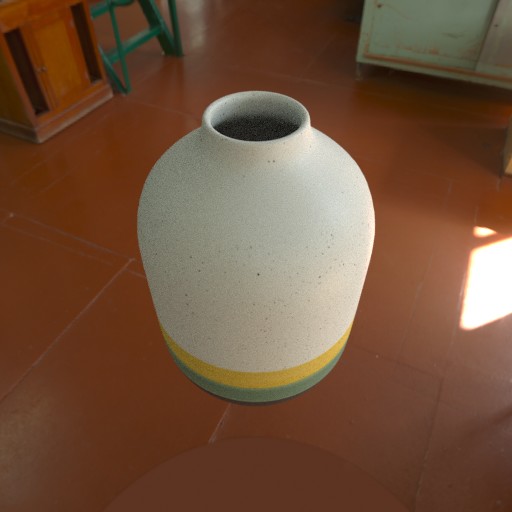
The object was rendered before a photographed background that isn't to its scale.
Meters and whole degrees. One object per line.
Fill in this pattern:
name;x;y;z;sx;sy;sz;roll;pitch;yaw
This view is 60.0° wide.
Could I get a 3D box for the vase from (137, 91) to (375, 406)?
vase;0.000;0.000;0.348;0.169;0.240;0.169;0;46;0
